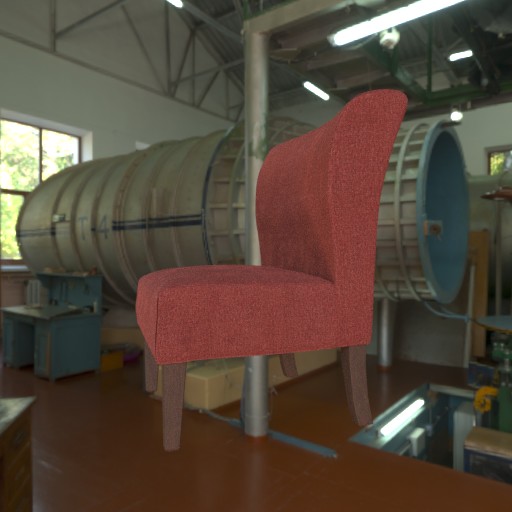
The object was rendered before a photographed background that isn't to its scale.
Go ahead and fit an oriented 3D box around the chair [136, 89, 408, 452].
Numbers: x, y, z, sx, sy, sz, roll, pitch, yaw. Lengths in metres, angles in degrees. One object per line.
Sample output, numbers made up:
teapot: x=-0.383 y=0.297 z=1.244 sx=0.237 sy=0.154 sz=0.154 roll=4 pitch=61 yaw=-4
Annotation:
chair: x=0.000 y=0.000 z=1.261 sx=0.640 sy=0.846 sz=0.538 roll=0 pitch=0 yaw=-18
